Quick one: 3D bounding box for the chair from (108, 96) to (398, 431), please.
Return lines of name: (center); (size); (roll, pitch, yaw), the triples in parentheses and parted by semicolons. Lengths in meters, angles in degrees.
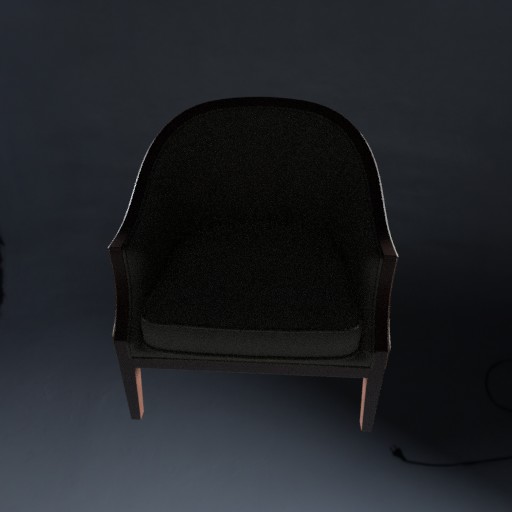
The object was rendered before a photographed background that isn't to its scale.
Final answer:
chair: (0.000, 0.000, 1.479); (0.803, 0.876, 0.735); (2, 32, 3)
